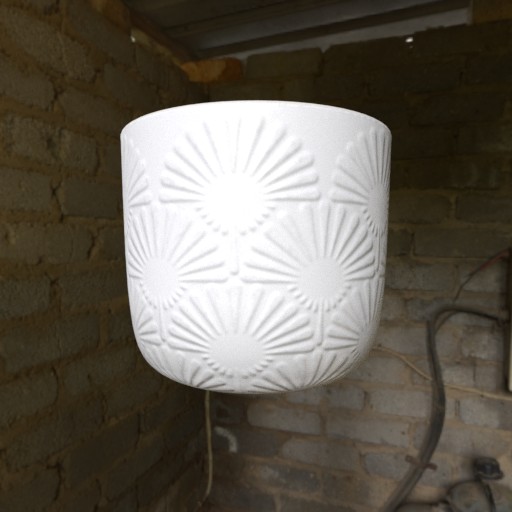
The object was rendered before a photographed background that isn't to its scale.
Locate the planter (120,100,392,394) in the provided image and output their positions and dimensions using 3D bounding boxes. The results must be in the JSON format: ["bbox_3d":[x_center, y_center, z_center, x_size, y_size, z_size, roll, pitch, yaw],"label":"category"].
[{"bbox_3d":[0.000,0.000,0.213,0.124,0.109,0.124,0,1,0],"label":"planter"}]
